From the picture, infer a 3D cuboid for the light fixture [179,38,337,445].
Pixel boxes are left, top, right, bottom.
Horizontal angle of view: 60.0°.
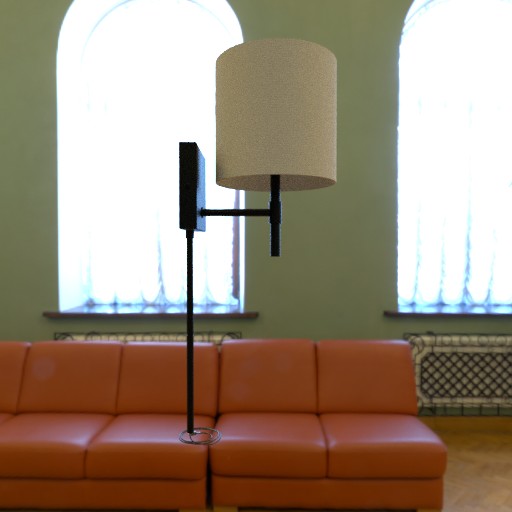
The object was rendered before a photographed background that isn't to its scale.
[{"bbox_3d":[0.000,0.000,0.695,0.248,0.589,0.188,0,1,0],"label":"light fixture"}]
